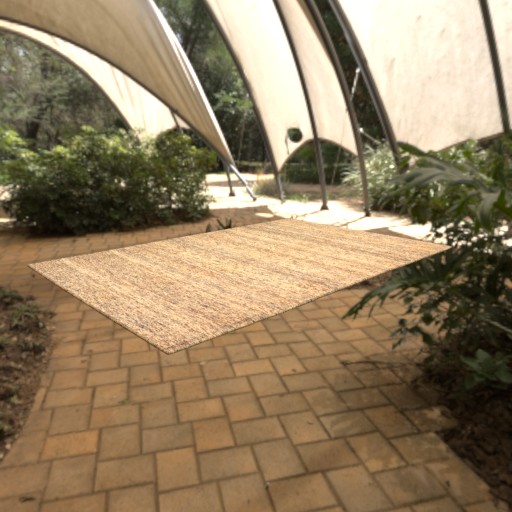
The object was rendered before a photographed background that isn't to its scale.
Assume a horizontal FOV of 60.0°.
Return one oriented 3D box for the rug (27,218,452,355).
[{"bbox_3d":[0.000,0.000,2.285,1.846,0.014,1.243,-14,20,-41],"label":"rug"}]
